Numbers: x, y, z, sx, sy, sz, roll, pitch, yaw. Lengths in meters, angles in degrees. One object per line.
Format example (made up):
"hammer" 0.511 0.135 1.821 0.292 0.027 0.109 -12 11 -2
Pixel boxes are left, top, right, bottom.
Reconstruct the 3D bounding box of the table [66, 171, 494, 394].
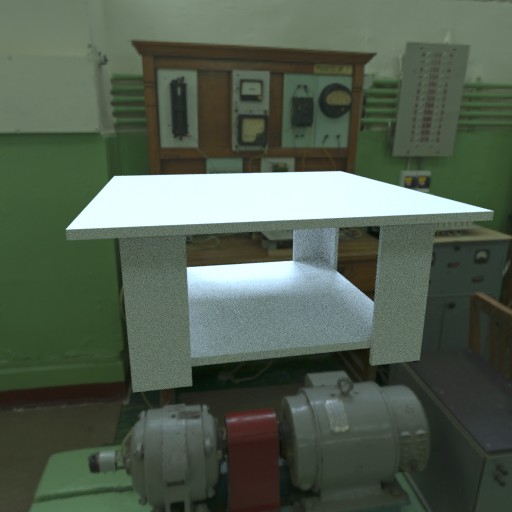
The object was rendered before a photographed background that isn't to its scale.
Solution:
"table" 0.000 0.000 1.030 0.670 0.305 0.670 -3 17 -11
